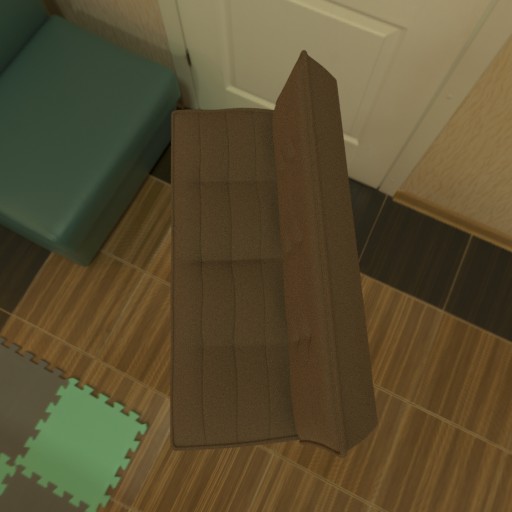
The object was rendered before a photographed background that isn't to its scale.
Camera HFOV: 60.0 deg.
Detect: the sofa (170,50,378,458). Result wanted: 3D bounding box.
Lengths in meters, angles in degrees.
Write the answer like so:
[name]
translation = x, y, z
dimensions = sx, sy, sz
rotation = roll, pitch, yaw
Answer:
[sofa]
translation = 0.000, 0.000, 2.418
dimensions = 0.950, 0.890, 1.940
rotation = -3, 74, -1
